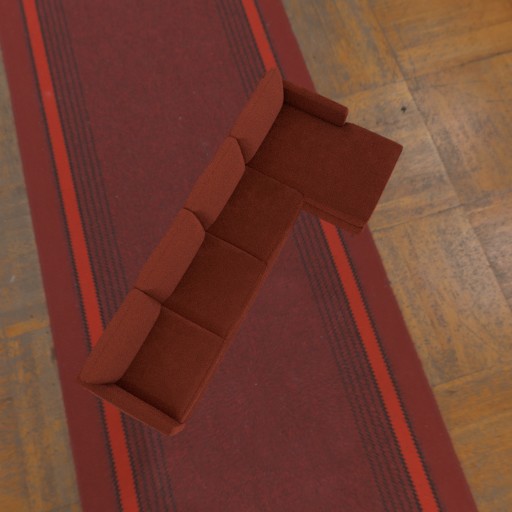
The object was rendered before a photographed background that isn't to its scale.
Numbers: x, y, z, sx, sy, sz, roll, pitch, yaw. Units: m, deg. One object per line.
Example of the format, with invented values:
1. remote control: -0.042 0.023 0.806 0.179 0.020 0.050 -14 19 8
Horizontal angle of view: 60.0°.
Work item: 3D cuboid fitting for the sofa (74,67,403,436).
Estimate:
1. sofa: 0.000 0.000 3.514 1.350 0.810 2.932 27 76 8
